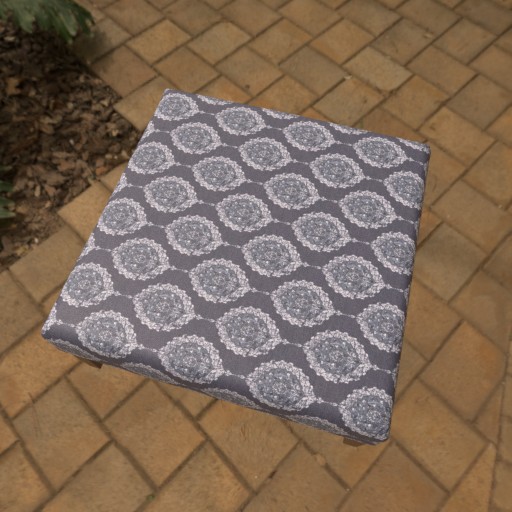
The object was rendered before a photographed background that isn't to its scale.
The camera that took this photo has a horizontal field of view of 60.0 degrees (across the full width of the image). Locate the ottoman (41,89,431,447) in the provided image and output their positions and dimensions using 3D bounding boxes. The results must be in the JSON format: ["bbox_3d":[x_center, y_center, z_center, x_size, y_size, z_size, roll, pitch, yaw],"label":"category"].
[{"bbox_3d":[0.000,0.000,1.381,0.890,0.409,0.889,15,64,7],"label":"ottoman"}]
